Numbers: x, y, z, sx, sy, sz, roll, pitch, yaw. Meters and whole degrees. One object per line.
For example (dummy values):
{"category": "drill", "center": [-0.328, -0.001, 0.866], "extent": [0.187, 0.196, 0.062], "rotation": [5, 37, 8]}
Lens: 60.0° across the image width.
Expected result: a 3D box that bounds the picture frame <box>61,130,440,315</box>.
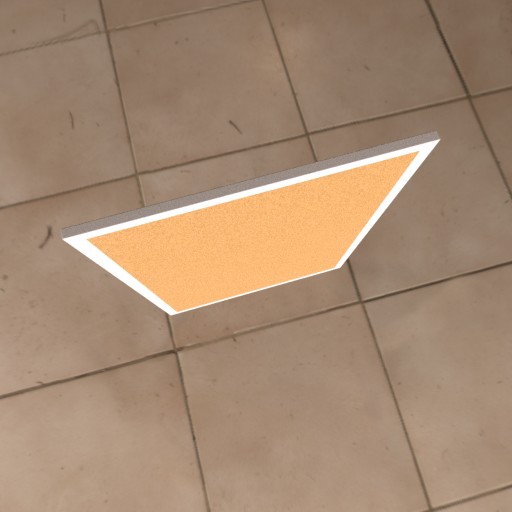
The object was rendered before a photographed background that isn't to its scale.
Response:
{"category": "picture frame", "center": [0.000, 0.000, 0.834], "extent": [0.457, 0.657, 0.013], "rotation": [-15, 75, -4]}
